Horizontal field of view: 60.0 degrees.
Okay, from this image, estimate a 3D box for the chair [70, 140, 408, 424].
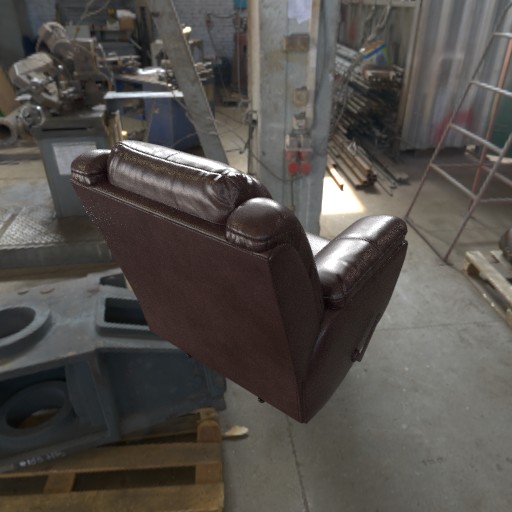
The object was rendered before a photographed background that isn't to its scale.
[{"bbox_3d":[0.000,0.000,1.895,0.990,1.093,1.041,22,37,32],"label":"chair"}]
